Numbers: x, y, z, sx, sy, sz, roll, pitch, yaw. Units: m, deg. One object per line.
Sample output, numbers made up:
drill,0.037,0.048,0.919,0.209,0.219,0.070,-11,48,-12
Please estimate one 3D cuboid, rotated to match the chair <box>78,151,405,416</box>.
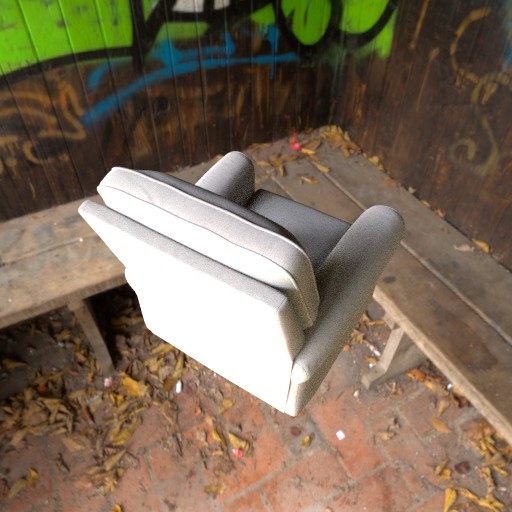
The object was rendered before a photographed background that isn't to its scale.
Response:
chair,0.000,0.000,1.714,0.890,0.960,0.878,25,51,22
